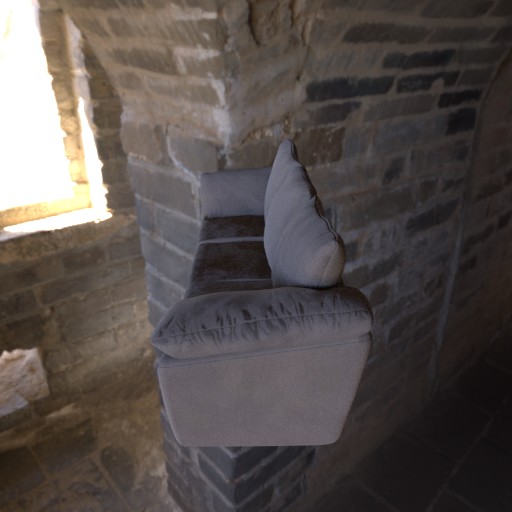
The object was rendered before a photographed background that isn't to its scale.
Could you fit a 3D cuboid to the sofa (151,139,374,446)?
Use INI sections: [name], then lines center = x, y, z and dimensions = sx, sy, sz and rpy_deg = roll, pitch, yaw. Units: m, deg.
[sofa]
center = 0.000, 0.000, 2.813
dimensions = 0.878, 1.073, 2.336
rpy_deg = -1, 25, -1
